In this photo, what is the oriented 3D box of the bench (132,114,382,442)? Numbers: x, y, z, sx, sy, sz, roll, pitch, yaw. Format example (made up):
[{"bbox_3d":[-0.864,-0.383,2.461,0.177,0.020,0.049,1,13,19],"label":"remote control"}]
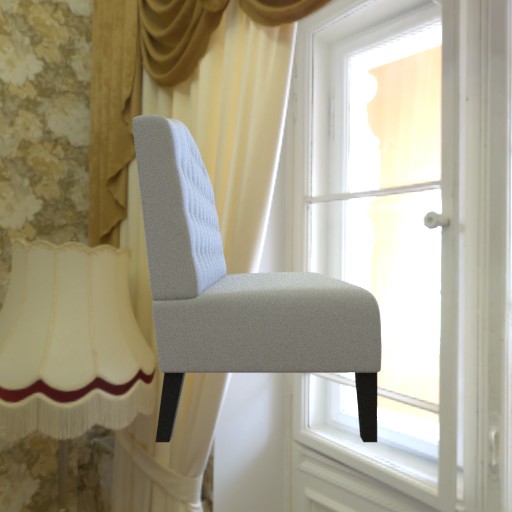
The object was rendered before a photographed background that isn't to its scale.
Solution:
[{"bbox_3d":[0.000,0.000,2.054,0.815,1.180,1.335,0,0,0],"label":"bench"}]
